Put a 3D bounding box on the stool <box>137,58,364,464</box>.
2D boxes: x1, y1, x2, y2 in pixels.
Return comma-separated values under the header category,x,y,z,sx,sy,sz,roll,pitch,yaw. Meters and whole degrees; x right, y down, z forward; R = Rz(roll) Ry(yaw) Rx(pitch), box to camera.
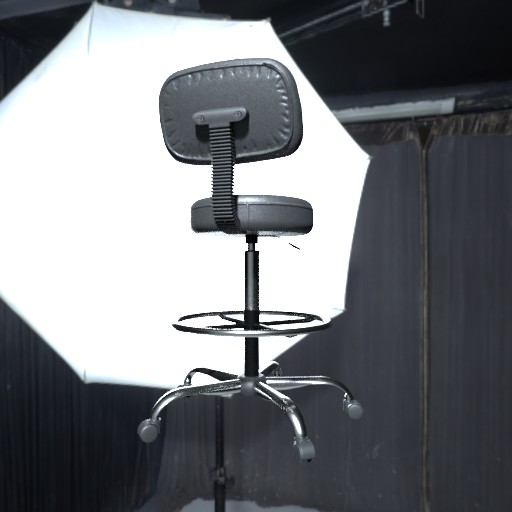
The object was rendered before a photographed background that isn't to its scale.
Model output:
category,x,y,z,sx,sy,sz,roll,pitch,yaw
stool,0.000,0.000,1.492,0.694,1.069,0.658,0,-1,18
